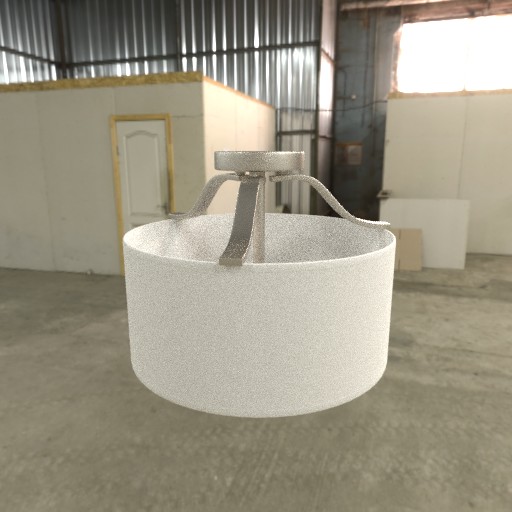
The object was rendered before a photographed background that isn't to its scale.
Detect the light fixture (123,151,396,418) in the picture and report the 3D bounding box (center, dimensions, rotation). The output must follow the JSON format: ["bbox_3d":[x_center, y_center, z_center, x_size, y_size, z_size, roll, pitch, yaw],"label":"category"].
[{"bbox_3d":[0.000,0.000,0.660,0.395,0.304,0.395,0,13,0],"label":"light fixture"}]
